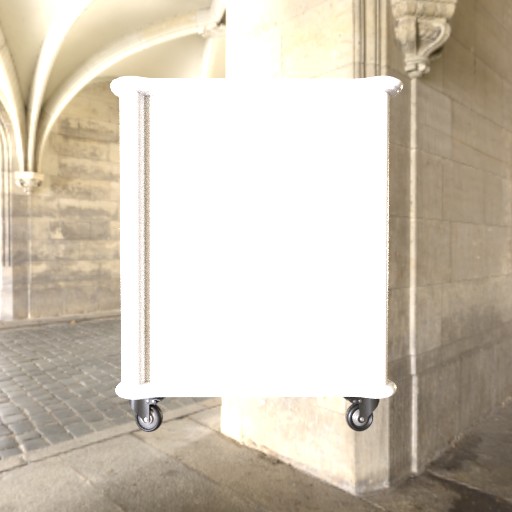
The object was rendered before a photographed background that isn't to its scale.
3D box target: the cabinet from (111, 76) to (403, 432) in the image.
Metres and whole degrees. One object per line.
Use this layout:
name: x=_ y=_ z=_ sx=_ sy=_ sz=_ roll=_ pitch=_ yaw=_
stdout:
cabinet: x=0.000 y=0.000 z=1.228 sx=0.627 sy=0.761 sz=0.628 roll=0 pitch=1 yaw=0
